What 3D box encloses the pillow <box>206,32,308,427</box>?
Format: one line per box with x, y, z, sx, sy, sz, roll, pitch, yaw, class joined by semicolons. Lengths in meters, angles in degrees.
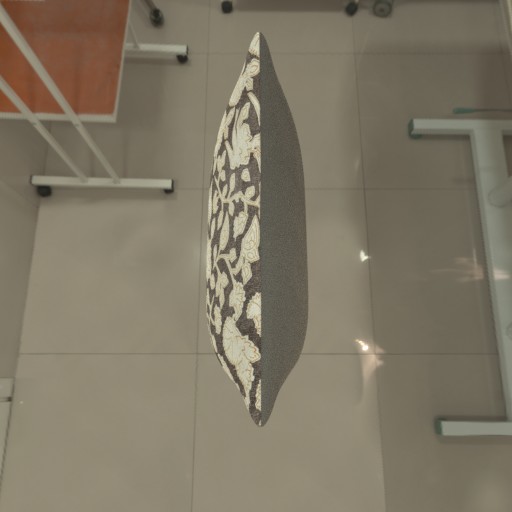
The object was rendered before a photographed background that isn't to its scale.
0.000;0.000;0.797;0.166;0.507;0.526;0;75;0;pillow
